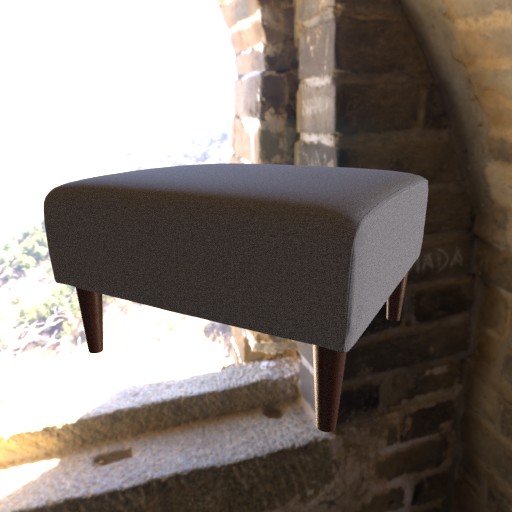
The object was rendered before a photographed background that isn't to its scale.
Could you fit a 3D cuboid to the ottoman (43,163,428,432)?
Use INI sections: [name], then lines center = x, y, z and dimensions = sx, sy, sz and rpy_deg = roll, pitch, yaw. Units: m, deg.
[ottoman]
center = 0.000, 0.000, 1.037
dimensions = 0.655, 0.399, 0.648
rpy_deg = 9, 18, 28
